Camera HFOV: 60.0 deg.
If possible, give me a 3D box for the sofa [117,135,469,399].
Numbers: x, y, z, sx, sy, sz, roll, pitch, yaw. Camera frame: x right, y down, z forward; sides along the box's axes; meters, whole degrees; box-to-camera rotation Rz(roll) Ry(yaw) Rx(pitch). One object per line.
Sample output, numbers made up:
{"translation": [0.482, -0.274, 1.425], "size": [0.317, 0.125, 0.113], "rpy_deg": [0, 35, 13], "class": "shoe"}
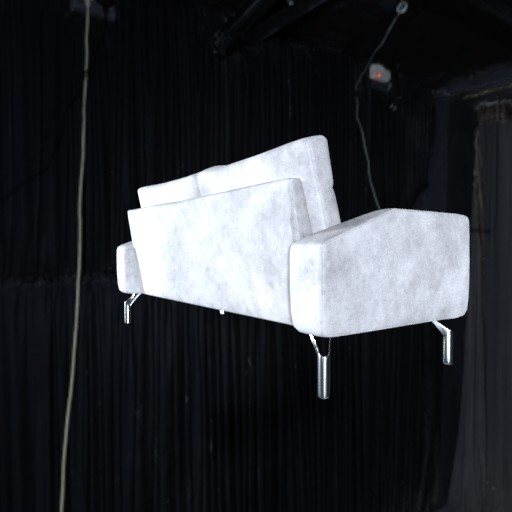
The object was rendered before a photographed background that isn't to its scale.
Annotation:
{"translation": [0.000, 0.000, 2.296], "size": [0.849, 0.859, 1.837], "rpy_deg": [-1, 1, -36], "class": "sofa"}
